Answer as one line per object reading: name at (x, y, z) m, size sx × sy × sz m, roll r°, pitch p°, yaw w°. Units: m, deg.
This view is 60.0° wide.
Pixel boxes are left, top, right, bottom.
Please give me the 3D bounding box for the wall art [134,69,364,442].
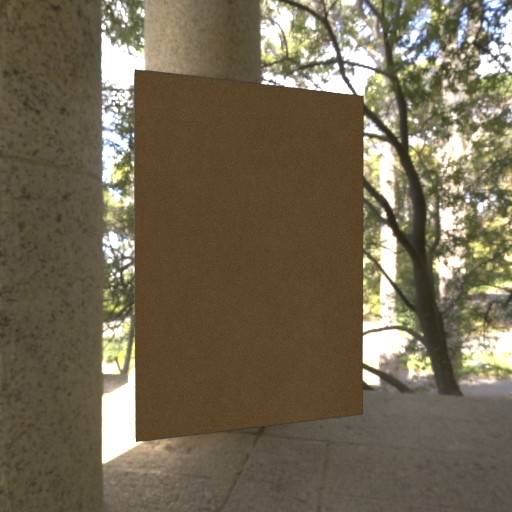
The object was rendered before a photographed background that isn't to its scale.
wall art at (0.000, 0.000, 0.594) m, size 0.314 × 0.455 × 0.019 m, roll 0°, pitch 1°, yaw -17°
